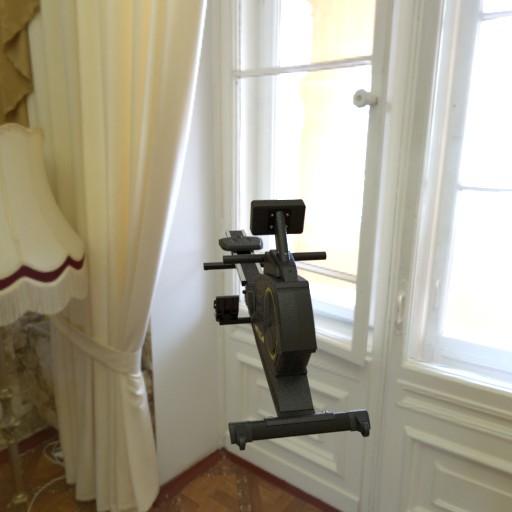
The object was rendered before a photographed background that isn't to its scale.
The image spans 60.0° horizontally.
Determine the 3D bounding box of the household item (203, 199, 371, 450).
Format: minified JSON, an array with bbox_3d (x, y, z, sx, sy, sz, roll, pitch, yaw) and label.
[{"bbox_3d":[0.000,0.000,2.525,0.521,0.810,2.251,-2,16,-9],"label":"household item"}]
